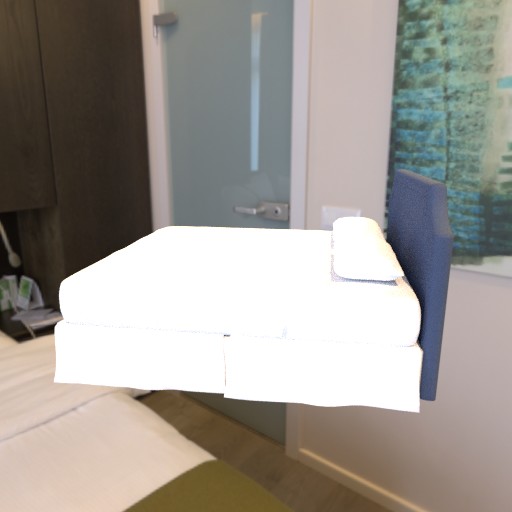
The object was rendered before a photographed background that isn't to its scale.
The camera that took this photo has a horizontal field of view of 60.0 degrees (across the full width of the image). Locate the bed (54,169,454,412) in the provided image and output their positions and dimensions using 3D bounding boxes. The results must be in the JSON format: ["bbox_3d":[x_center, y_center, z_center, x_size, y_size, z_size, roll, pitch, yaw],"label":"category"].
[{"bbox_3d":[0.000,0.000,4.031,2.773,1.488,2.350,2,15,9],"label":"bed"}]
